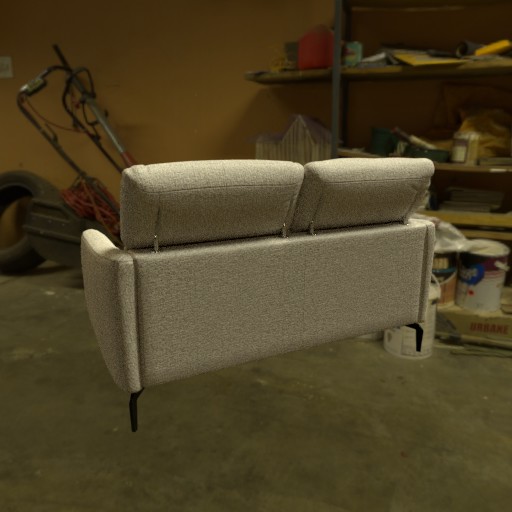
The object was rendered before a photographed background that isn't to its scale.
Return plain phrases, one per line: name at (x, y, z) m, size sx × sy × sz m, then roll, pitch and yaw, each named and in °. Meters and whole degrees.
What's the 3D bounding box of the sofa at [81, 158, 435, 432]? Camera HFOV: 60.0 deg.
sofa at (0.000, 0.000, 2.143) m, size 1.540 × 0.950 × 0.905 m, roll -7°, pitch 16°, yaw -26°
